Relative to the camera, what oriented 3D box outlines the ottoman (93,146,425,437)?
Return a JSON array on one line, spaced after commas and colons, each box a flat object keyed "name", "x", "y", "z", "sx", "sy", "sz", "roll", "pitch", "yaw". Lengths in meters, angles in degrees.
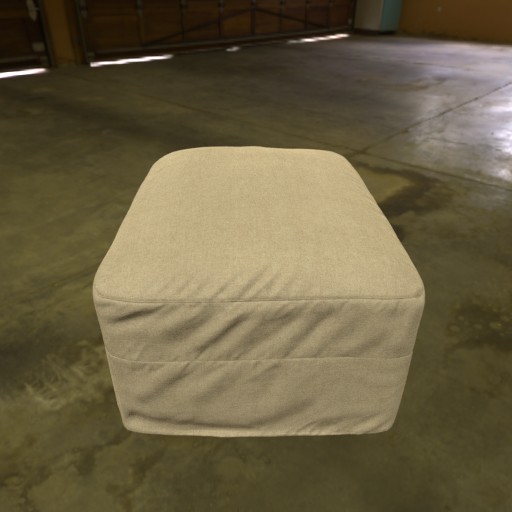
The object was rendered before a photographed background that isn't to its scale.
[{"name": "ottoman", "x": 0.000, "y": 0.000, "z": 1.256, "sx": 0.683, "sy": 0.481, "sz": 0.837, "roll": -1, "pitch": 32, "yaw": -1}]
